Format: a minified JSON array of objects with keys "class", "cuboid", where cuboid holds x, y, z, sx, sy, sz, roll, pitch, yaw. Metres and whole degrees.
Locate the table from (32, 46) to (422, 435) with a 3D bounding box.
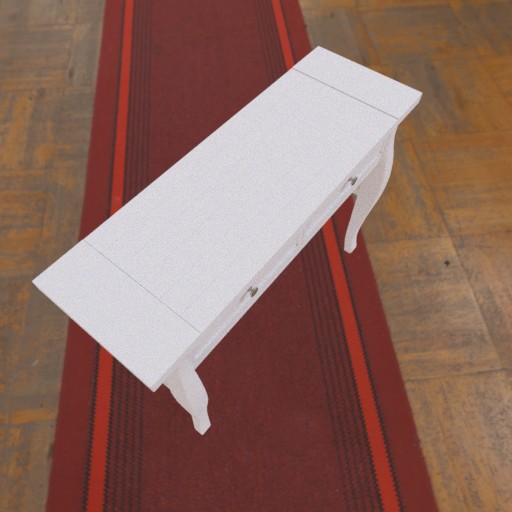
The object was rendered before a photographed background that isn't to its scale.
[{"class":"table","cuboid":[0.000,0.000,1.417,0.373,0.768,1.062,34,64,19]}]
